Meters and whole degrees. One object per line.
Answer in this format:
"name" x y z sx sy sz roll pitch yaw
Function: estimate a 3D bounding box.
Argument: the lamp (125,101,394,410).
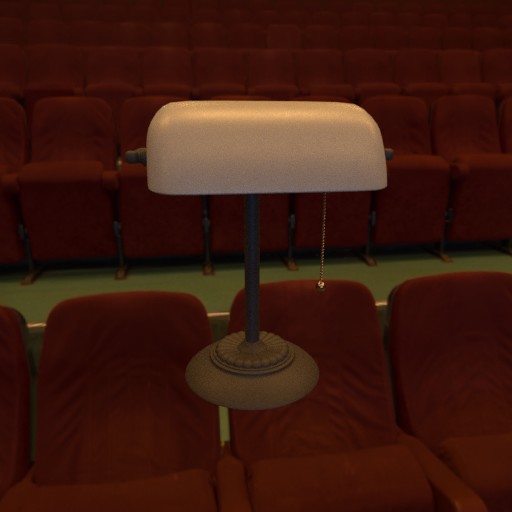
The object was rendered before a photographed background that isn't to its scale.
"lamp" 0.000 0.000 0.520 0.264 0.339 0.243 -3 17 -8
